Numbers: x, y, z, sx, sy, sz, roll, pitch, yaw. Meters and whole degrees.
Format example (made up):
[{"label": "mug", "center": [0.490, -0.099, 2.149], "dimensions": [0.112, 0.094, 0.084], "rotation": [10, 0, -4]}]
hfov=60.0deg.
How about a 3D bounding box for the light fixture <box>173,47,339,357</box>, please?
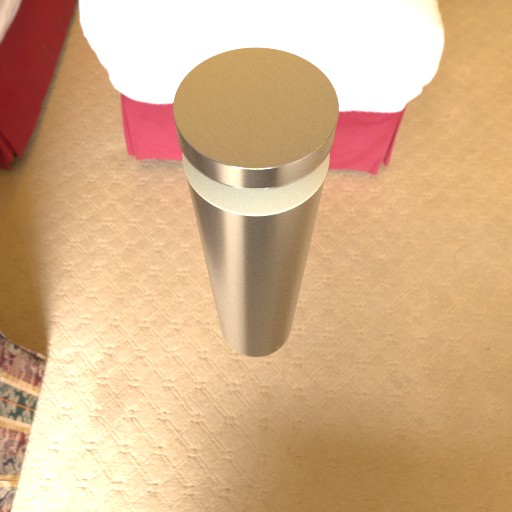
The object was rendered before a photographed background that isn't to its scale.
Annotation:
[{"label": "light fixture", "center": [0.000, 0.000, 0.444], "dimensions": [0.102, 0.400, 0.102], "rotation": [-32, 67, -15]}]
